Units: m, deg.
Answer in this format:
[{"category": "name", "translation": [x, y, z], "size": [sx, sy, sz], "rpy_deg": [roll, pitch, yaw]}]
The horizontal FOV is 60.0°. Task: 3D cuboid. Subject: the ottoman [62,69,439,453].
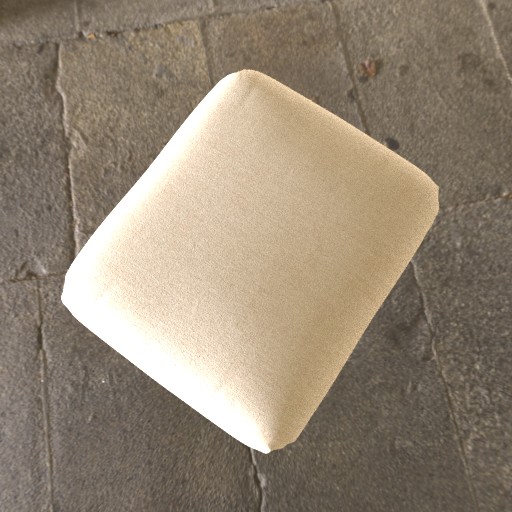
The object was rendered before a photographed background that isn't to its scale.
[{"category": "ottoman", "translation": [0.000, 0.000, 1.142], "size": [0.622, 0.450, 0.747], "rpy_deg": [34, 79, 7]}]
